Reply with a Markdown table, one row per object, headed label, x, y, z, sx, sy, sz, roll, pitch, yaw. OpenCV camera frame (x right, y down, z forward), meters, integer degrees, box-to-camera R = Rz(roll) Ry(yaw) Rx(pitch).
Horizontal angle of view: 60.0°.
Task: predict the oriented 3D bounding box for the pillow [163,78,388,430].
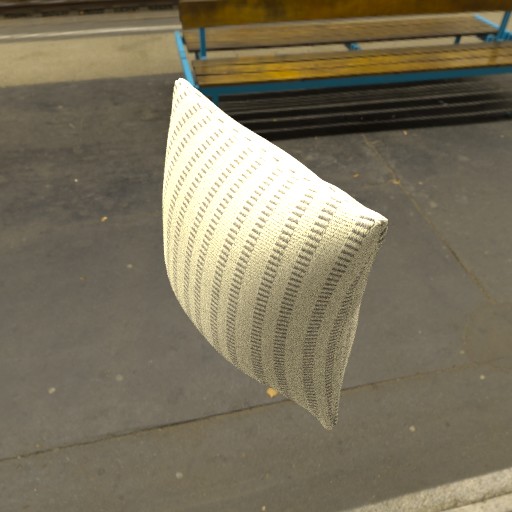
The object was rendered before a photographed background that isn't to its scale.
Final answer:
| label | x | y | z | sx | sy | sz | roll | pitch | yaw |
| --- | --- | --- | --- | --- | --- | --- | --- | --- | --- |
| pillow | 0.000 | 0.000 | 0.692 | 0.247 | 0.419 | 0.438 | -25 | 48 | -25 |
